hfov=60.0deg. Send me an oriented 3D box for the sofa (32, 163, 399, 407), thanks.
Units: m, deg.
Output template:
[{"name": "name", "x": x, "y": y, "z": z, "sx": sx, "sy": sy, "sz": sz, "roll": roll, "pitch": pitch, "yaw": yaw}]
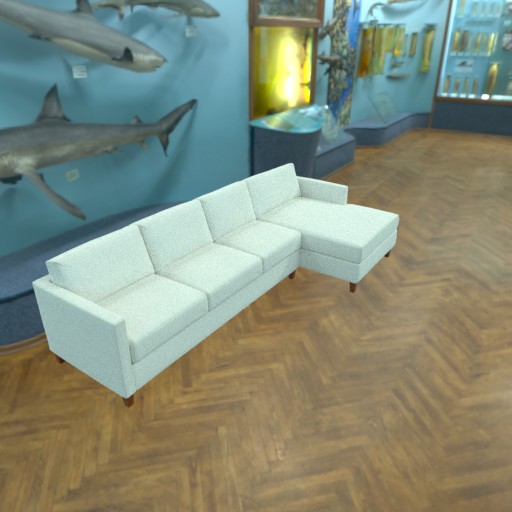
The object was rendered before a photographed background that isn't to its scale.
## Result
[{"name": "sofa", "x": 0.000, "y": 0.000, "z": 4.183, "sx": 1.606, "sy": 0.954, "sz": 3.471, "roll": 17, "pitch": 31, "yaw": 31}]
